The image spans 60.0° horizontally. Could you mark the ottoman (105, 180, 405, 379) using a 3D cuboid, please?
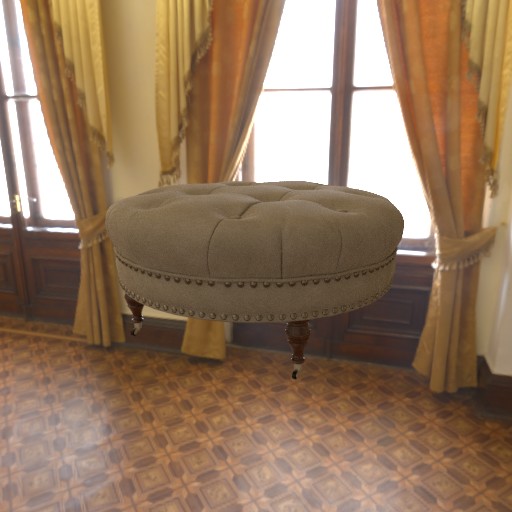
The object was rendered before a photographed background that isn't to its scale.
[{"bbox_3d":[0.000,0.000,1.420,0.901,0.439,0.901,0,15,0],"label":"ottoman"}]
